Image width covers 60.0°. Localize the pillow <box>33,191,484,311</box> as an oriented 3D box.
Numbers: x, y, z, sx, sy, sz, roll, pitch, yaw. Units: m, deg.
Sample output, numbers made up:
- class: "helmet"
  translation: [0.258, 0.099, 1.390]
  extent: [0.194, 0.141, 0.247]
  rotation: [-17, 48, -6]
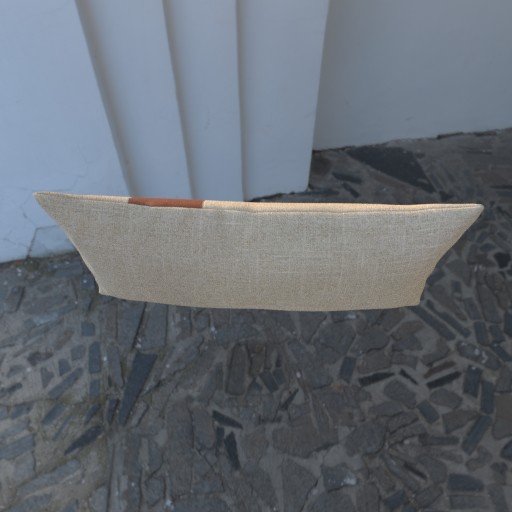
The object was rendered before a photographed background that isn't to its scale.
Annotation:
- class: "pillow"
  translation: [0.000, 0.000, 0.721]
  extent: [0.612, 0.282, 0.155]
  rotation: [2, 48, 2]
